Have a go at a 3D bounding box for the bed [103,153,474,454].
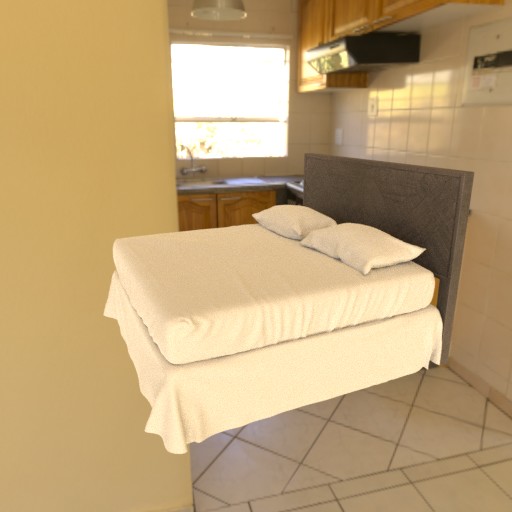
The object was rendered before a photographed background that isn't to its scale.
[{"bbox_3d":[0.000,0.000,2.840,1.785,1.142,1.772,-8,19,-24],"label":"bed"}]
